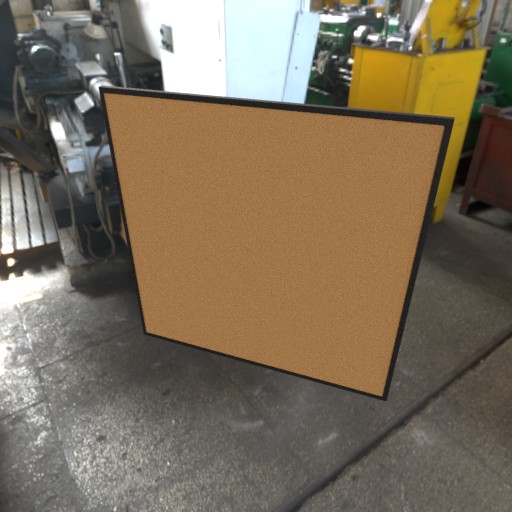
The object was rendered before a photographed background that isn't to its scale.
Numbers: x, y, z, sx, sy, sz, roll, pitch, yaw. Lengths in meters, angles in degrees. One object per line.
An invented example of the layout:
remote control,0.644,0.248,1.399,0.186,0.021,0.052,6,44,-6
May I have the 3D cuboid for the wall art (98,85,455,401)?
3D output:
wall art,0.000,0.000,0.971,0.664,0.663,0.015,11,35,17
